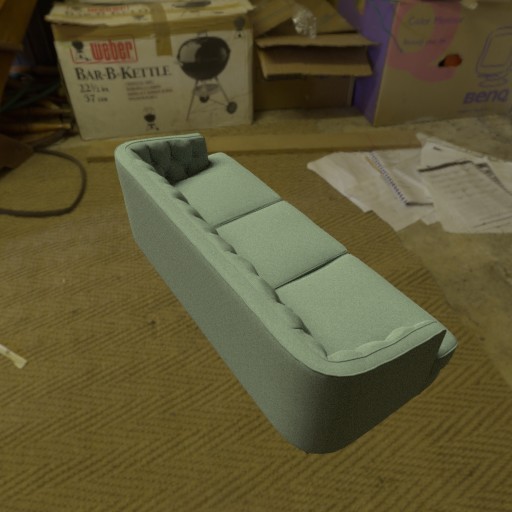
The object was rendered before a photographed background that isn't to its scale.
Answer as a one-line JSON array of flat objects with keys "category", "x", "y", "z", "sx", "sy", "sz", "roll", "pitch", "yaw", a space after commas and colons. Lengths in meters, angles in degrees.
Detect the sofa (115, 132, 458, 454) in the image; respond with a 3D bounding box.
[{"category": "sofa", "x": 0.000, "y": 0.000, "z": 2.703, "sx": 0.941, "sy": 0.855, "sz": 2.278, "roll": -25, "pitch": 48, "yaw": -25}]
